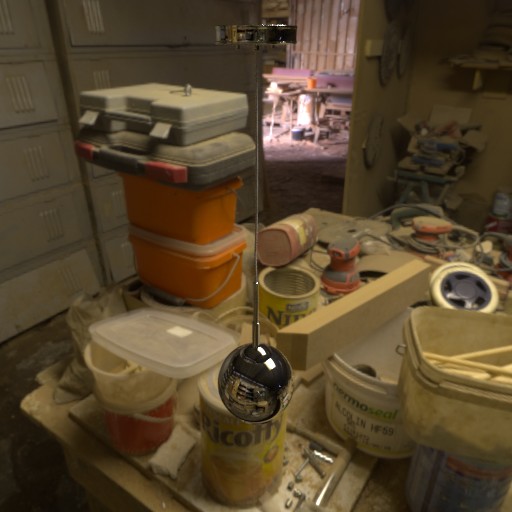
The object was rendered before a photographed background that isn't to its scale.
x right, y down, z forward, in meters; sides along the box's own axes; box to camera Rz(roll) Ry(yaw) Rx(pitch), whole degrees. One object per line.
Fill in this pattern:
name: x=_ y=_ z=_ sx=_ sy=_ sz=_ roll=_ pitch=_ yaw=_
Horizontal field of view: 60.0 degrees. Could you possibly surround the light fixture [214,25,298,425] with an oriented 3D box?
light fixture: x=0.000 y=0.000 z=1.670 sx=0.336 sy=1.538 sz=0.336 roll=18 pitch=32 yaw=32
